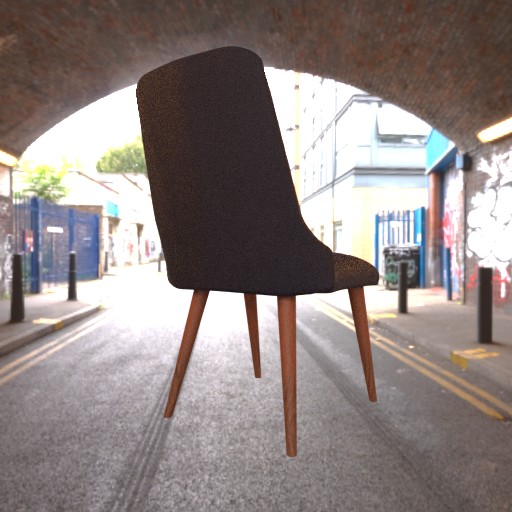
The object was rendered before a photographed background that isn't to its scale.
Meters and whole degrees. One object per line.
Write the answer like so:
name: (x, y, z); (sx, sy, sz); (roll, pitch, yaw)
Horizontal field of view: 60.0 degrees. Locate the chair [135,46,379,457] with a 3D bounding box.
chair: (0.000, 0.000, 1.144); (0.504, 0.820, 0.567); (1, 1, 35)
